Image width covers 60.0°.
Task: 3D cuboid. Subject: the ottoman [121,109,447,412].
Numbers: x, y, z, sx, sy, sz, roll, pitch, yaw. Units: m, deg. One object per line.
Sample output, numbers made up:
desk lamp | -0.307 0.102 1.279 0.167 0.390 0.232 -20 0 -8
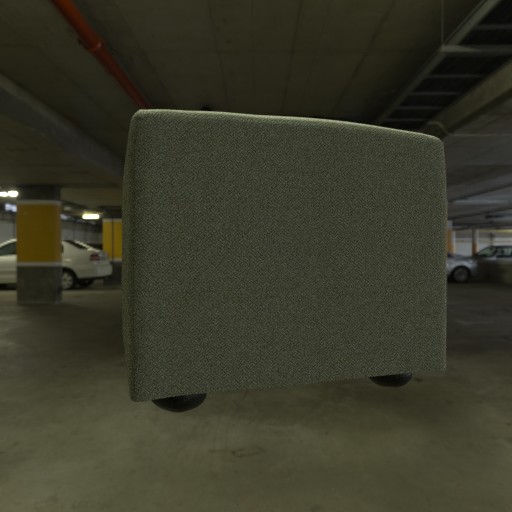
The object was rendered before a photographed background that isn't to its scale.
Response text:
ottoman | 0.000 0.000 0.894 0.512 0.453 0.521 0 1 -18
